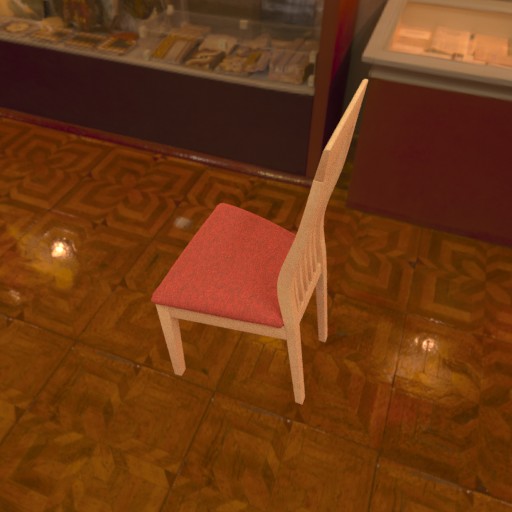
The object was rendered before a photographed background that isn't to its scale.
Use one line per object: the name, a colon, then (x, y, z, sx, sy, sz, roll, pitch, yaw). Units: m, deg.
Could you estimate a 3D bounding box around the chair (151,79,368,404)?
chair: (0.000, 0.000, 1.307, 0.474, 1.027, 0.460, 17, 50, 15)
